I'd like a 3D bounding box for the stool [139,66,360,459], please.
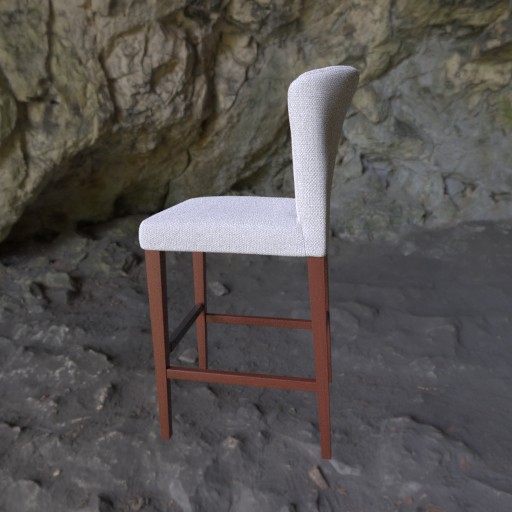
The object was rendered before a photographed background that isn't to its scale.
[{"bbox_3d":[0.000,0.000,1.379,0.568,1.069,0.481,3,15,9],"label":"stool"}]
